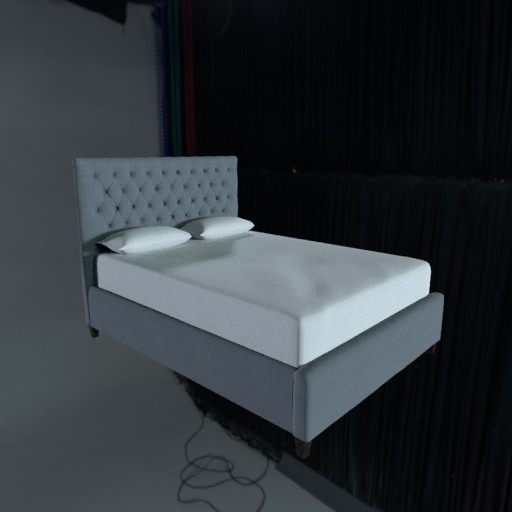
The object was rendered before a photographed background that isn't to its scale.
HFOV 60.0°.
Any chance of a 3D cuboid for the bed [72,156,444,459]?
[{"bbox_3d":[0.000,0.000,3.320,2.231,1.427,1.698,12,18,42],"label":"bed"}]
